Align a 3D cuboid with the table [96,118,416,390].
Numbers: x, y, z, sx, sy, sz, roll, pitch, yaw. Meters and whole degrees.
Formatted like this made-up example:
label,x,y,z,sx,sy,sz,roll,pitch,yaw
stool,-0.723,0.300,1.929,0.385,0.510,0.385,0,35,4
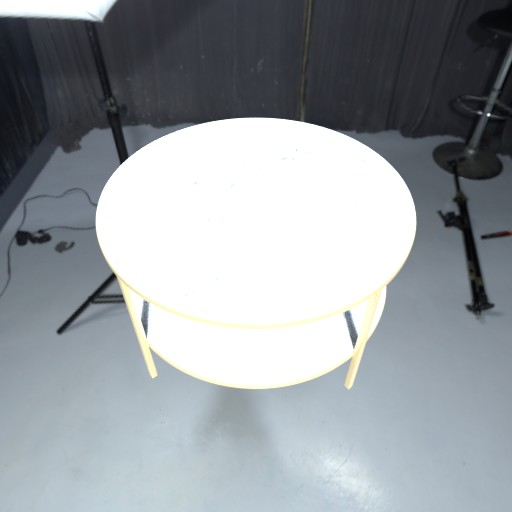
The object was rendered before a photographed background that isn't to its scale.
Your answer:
label,x,y,z,sx,sy,sz,roll,pitch,yaw
table,0.000,0.000,1.296,0.800,0.450,0.800,0,46,0
